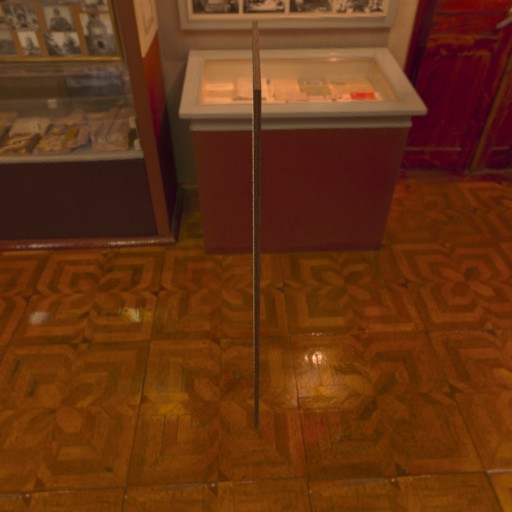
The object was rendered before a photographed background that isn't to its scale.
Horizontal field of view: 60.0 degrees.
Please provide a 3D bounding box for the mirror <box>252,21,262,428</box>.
[{"bbox_3d":[0.000,0.000,2.307,0.025,2.032,0.812,0,41,0],"label":"mirror"}]
